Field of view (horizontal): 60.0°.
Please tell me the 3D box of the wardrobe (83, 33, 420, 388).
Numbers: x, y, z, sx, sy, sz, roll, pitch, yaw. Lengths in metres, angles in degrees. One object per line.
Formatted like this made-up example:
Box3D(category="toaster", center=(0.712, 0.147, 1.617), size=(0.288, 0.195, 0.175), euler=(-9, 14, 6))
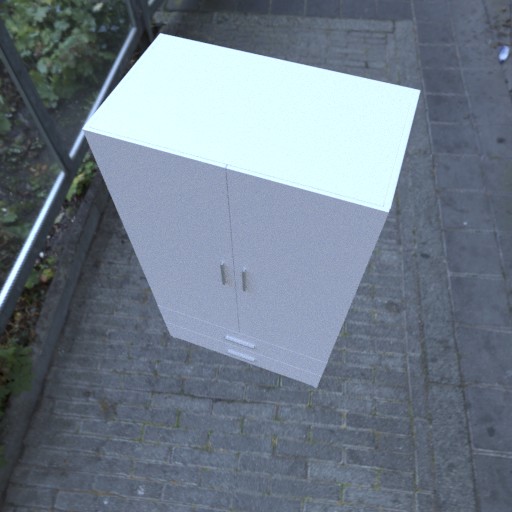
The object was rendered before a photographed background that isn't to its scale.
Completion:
Box3D(category="wardrobe", center=(0.000, 0.000, 2.228), size=(0.991, 1.808, 0.577), euler=(17, 59, 10))
